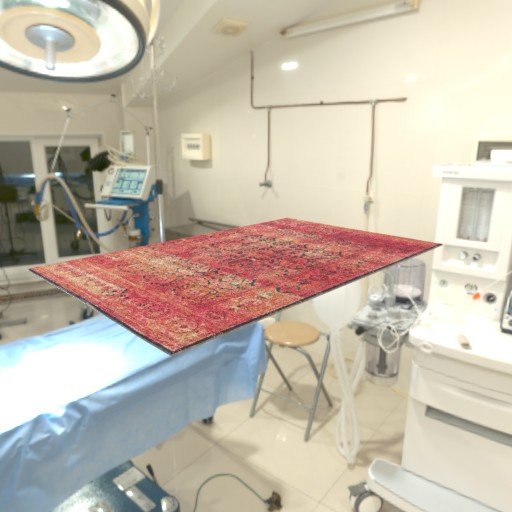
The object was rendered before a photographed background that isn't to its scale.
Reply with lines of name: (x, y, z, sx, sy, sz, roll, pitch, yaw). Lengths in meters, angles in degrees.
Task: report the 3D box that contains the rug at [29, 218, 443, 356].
rug: (0.000, 0.000, 3.029, 1.539, 0.018, 2.449, 15, 21, 43)
